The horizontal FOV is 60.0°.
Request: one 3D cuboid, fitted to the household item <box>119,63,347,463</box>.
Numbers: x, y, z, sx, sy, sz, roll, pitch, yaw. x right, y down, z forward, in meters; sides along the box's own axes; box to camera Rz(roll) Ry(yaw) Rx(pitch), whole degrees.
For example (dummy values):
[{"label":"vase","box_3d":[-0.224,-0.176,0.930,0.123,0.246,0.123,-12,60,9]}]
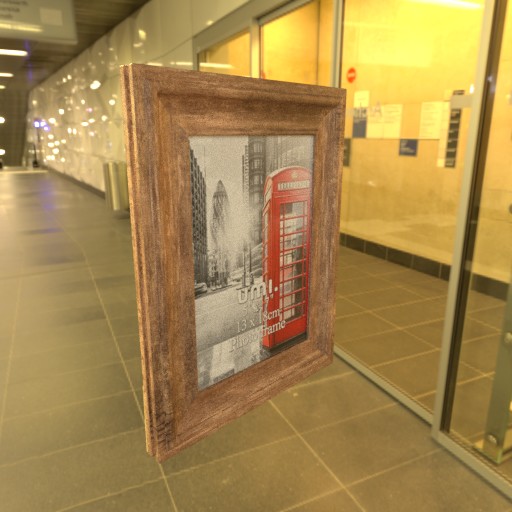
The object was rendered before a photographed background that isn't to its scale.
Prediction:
[{"label":"household item","box_3d":[0.000,0.000,0.319,0.186,0.237,0.018,-15,21,-43]}]
